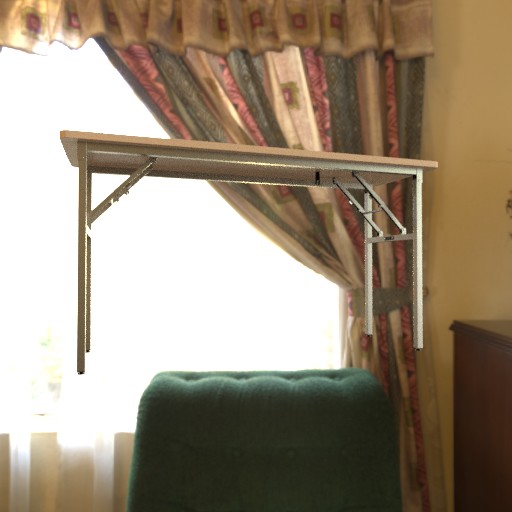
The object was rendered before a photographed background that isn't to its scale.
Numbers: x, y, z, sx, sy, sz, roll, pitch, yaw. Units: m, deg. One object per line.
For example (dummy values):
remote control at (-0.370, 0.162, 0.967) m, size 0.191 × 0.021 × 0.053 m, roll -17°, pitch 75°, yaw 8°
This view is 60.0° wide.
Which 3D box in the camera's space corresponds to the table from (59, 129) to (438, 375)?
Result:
table at (0.000, 0.000, 1.751) m, size 1.397 × 0.750 × 0.446 m, roll 0°, pitch -1°, yaw -18°
